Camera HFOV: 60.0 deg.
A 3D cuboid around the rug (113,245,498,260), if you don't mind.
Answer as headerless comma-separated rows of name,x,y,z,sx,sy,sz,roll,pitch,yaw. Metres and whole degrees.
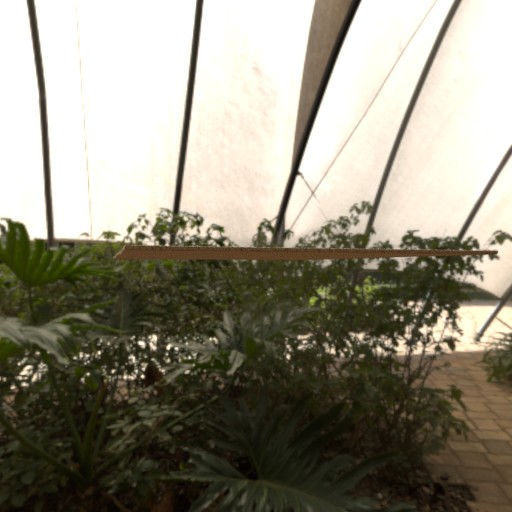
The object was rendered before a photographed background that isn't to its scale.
rug,0.000,0.000,3.996,2.400,0.025,3.000,0,-1,-19
